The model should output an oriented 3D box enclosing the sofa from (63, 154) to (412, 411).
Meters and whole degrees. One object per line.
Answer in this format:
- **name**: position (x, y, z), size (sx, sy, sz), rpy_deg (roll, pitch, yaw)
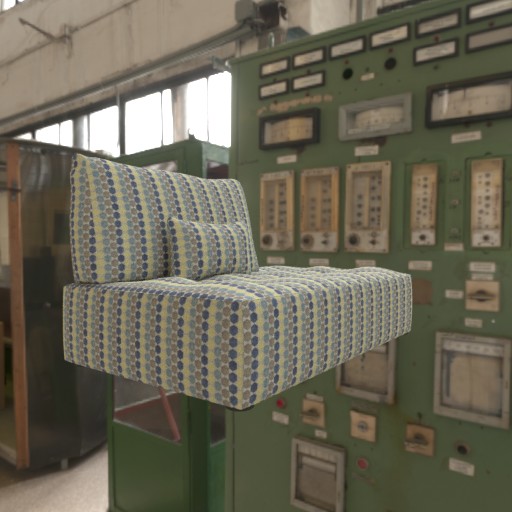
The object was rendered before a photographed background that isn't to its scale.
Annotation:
- **sofa**: position (0.000, 0.000, 2.031), size (1.000, 0.820, 1.450), rpy_deg (1, 1, 37)
